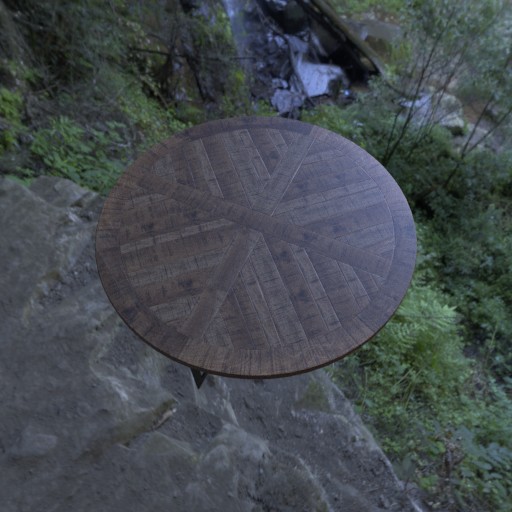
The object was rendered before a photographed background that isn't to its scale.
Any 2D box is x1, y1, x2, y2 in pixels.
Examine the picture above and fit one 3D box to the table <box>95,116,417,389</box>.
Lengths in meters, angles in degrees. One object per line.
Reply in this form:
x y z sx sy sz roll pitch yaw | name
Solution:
0.000 0.000 1.985 1.264 0.516 1.264 0 57 0 | table
